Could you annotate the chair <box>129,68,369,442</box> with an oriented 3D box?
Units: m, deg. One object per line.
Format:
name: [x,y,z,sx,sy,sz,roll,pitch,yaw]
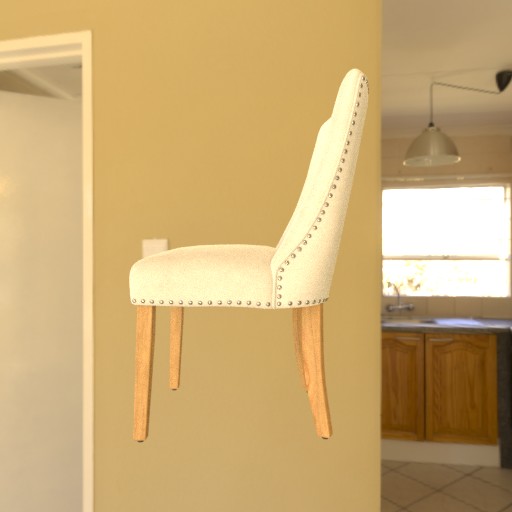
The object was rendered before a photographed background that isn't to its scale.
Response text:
chair: [0.000,0.000,1.286,0.610,0.902,0.495,0,0,1]
